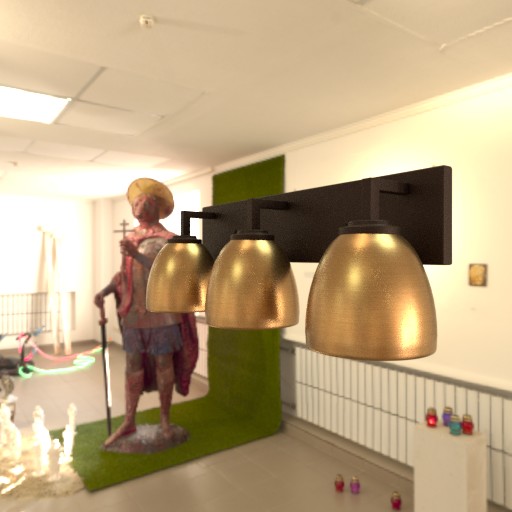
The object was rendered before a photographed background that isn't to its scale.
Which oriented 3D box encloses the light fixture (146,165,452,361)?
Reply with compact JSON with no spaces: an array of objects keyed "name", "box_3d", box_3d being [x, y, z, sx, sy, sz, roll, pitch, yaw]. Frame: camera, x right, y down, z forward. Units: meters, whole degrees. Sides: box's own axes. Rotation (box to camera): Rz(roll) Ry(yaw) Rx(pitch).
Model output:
[{"name":"light fixture","box_3d":[0.000,0.000,0.676,0.157,0.204,0.582,0,0,-37]}]
